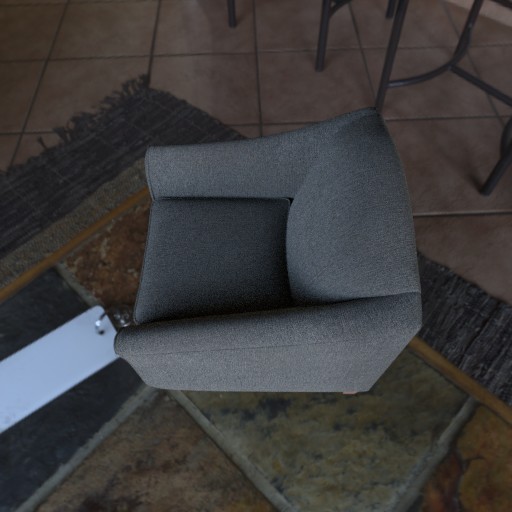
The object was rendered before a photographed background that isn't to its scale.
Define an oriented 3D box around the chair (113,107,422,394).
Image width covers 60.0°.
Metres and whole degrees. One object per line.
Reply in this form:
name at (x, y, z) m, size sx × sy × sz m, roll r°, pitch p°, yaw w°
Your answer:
chair at (0.000, 0.000, 1.470) m, size 0.787 × 0.839 × 0.763 m, roll 0°, pitch 59°, yaw 0°
